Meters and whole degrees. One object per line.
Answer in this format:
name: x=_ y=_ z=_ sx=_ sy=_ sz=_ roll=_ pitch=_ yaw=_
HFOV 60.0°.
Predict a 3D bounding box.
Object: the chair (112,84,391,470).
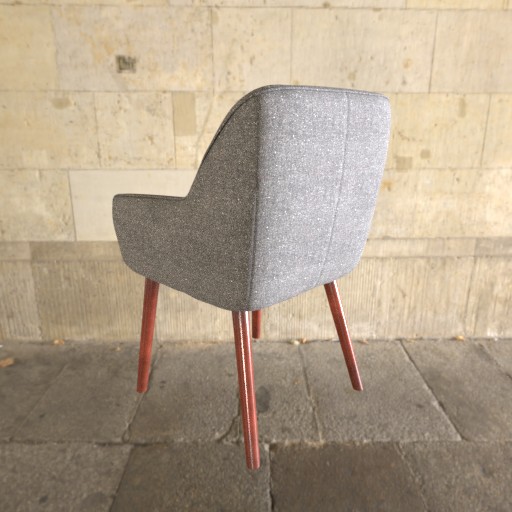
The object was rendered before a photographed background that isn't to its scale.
chair: x=0.000 y=0.000 z=1.164 sx=0.519 sy=0.803 sz=0.543 roll=16 pitch=23 yaw=43
